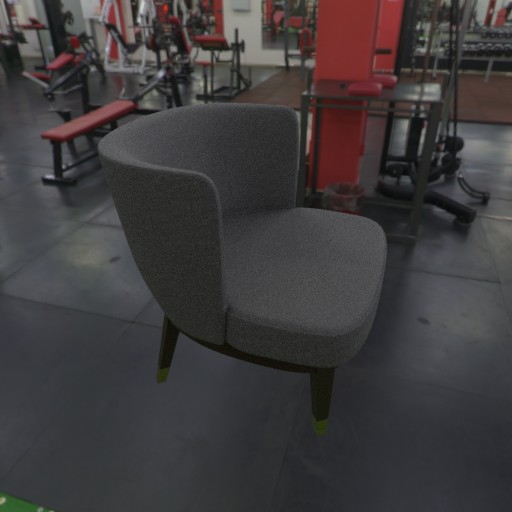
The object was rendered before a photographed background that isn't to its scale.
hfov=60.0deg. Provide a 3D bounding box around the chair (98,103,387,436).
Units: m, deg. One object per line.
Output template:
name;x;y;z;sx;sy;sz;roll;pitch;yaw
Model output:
chair;0.000;0.000;1.247;0.698;0.695;0.639;10;32;17
